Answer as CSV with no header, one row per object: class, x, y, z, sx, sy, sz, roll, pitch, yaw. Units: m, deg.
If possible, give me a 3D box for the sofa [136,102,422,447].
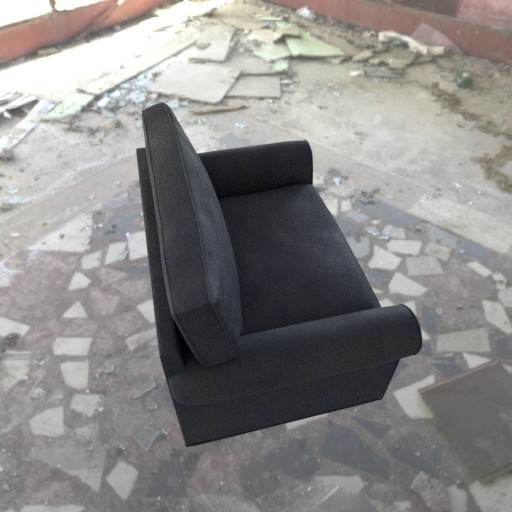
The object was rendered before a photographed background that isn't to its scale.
sofa,0.000,0.000,2.082,0.938,1.004,1.405,-10,47,-10
